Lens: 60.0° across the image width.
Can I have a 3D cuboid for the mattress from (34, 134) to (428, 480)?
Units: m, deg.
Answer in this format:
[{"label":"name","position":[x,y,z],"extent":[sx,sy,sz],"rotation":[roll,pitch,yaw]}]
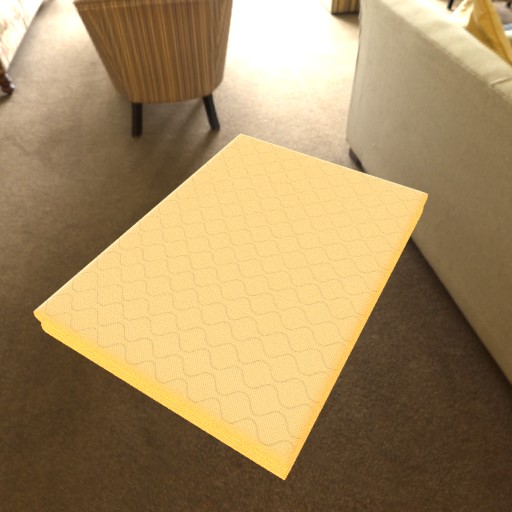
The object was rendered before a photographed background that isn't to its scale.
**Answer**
[{"label":"mattress","position":[0.000,0.000,2.528],"extent":[1.400,0.200,1.900],"rotation":[23,51,21]}]
